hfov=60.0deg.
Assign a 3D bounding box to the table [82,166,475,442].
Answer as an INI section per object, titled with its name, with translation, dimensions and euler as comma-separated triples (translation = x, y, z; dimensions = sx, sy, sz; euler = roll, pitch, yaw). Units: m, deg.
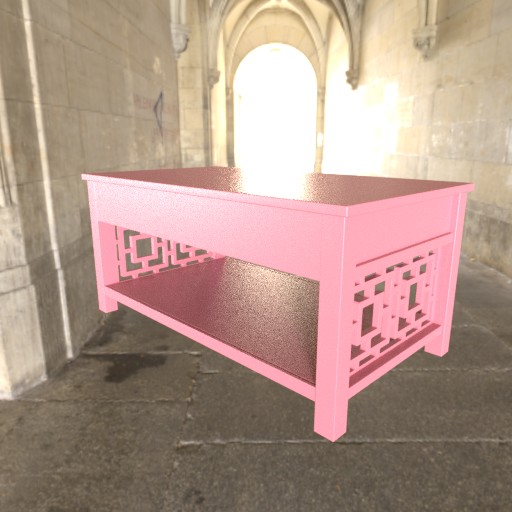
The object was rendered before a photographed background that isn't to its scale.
[table]
translation = 0.000, 0.000, 1.413
dimensions = 0.612, 0.493, 1.068
euler = -14, 20, -43
